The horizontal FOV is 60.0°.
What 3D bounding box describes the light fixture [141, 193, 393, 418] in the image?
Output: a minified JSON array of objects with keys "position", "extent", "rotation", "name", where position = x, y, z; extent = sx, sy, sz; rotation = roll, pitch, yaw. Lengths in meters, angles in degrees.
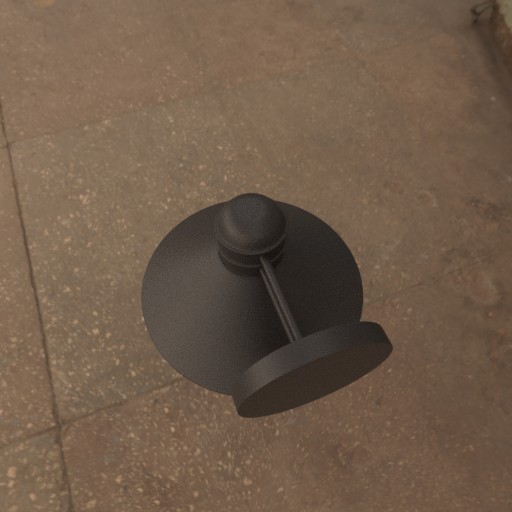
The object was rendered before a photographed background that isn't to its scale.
[{"position":[0.000,0.000,0.682],"extent":[0.396,0.265,0.434],"rotation":[-17,60,-11],"name":"light fixture"}]
